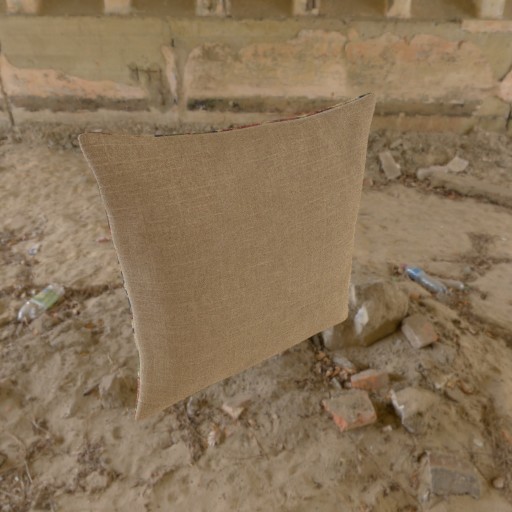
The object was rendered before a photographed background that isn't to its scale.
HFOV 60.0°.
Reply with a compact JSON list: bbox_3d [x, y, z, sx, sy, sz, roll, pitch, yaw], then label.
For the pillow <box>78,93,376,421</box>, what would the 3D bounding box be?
[{"bbox_3d":[0.000,0.000,0.782,0.523,0.506,0.166,-19,34,-30],"label":"pillow"}]
